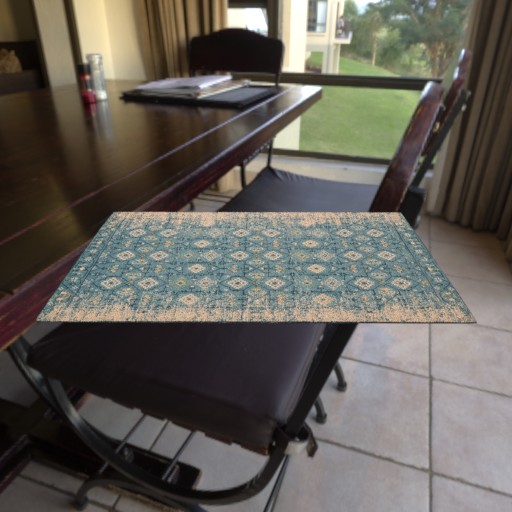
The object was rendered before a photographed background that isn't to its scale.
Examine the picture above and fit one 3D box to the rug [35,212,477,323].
[{"bbox_3d":[0.000,0.000,2.259,1.795,0.008,1.102,0,29,0],"label":"rug"}]
